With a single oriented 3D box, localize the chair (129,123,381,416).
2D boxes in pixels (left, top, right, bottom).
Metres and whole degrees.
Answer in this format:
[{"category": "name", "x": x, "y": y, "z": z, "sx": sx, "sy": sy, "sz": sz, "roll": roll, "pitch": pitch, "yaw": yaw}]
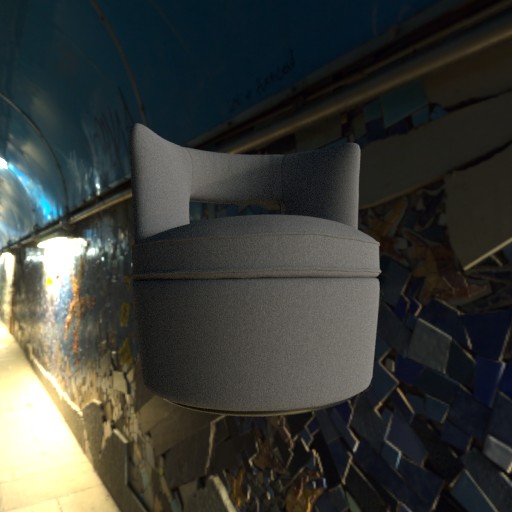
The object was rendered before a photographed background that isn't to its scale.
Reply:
[{"category": "chair", "x": 0.000, "y": 0.000, "z": 1.250, "sx": 0.689, "sy": 0.719, "sz": 0.660, "roll": 0, "pitch": -1, "yaw": -17}]
